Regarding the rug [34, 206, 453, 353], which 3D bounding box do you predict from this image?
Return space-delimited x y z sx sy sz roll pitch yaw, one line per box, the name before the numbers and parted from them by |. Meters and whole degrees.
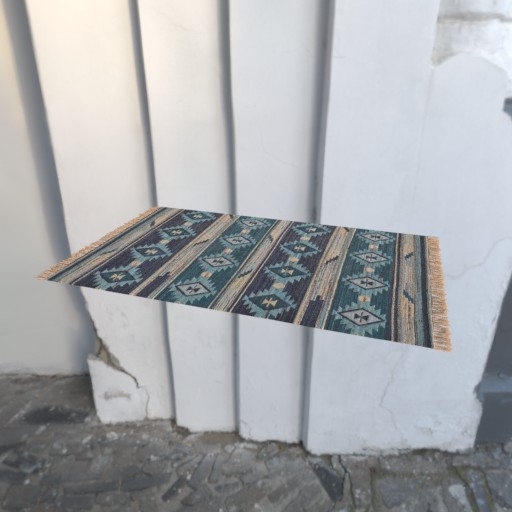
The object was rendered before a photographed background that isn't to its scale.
rug | 0.000 0.000 2.423 1.936 0.028 1.181 8 26 16
